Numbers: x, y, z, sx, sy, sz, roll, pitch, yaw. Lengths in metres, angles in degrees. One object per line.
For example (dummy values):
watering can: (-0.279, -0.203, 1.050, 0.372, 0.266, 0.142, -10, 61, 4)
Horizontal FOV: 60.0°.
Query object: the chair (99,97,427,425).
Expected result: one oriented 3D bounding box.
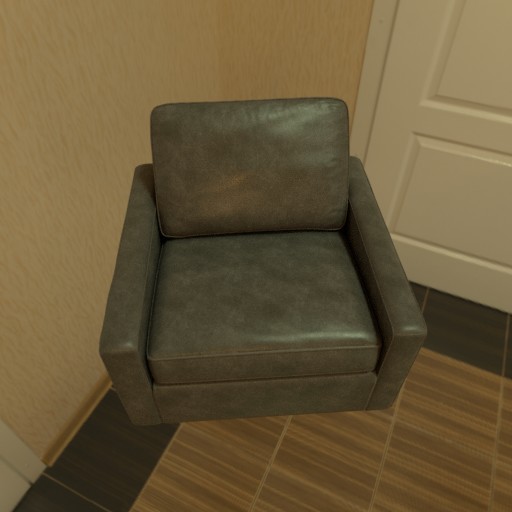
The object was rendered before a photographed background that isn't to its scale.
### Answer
chair: (0.000, 0.000, 1.700, 1.006, 0.916, 0.939, -3, 47, -3)
